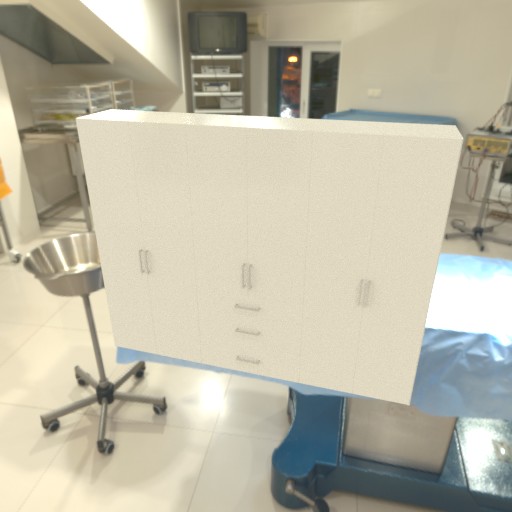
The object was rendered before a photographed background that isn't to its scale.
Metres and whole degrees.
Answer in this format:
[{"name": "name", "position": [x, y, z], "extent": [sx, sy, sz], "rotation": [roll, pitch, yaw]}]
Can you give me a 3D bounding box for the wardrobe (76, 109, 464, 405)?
[{"name": "wardrobe", "position": [0.000, 0.000, 4.029], "extent": [3.000, 2.360, 0.580], "rotation": [7, 27, 15]}]
